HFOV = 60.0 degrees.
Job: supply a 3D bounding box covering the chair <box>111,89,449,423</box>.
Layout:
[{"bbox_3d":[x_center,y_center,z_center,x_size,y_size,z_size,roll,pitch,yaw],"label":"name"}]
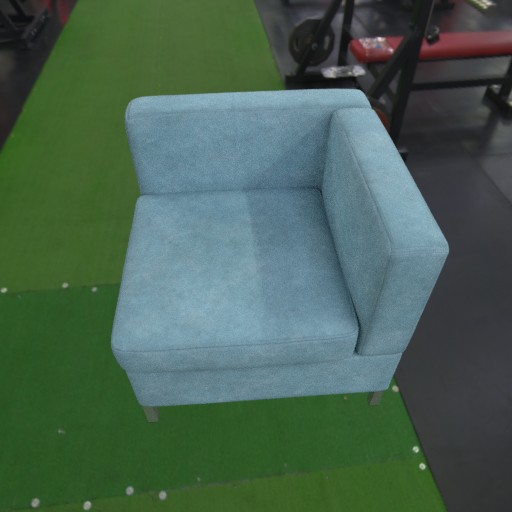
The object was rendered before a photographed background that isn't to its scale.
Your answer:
[{"bbox_3d":[0.000,0.000,1.233,0.691,0.660,0.684,-3,46,-3],"label":"chair"}]
